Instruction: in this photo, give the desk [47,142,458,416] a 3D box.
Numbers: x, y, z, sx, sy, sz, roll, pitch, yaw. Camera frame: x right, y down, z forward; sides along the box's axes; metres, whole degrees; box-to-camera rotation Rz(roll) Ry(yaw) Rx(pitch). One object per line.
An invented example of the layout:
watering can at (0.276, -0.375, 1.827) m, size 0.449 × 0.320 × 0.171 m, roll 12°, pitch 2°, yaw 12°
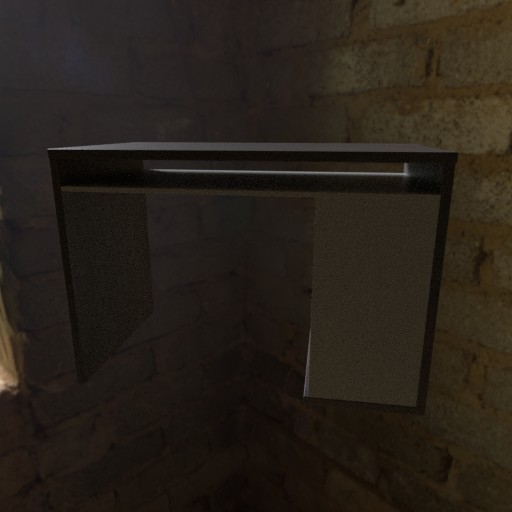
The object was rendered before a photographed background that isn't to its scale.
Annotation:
desk at (0.000, 0.000, 1.555) m, size 1.100 × 0.750 × 0.600 m, roll 3°, pitch 16°, yaw 9°
